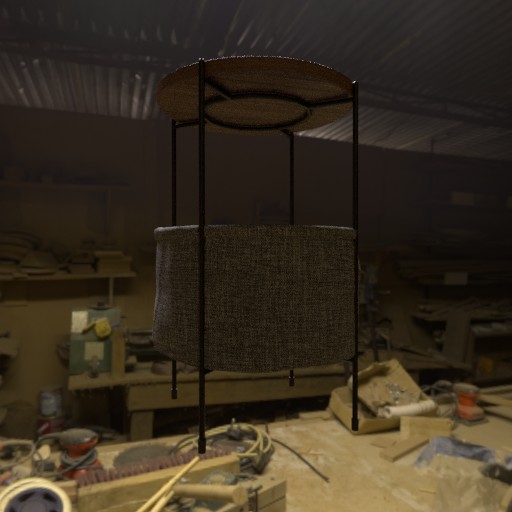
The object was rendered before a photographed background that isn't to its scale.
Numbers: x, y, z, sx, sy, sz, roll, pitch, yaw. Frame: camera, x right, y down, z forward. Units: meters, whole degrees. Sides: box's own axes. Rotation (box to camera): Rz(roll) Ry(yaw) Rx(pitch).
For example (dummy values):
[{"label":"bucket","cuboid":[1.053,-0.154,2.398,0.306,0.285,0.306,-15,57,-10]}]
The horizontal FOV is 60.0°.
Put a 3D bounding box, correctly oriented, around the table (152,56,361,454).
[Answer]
[{"label":"table","cuboid":[0.000,0.000,0.878,0.400,0.623,0.400,0,0,-19]}]
